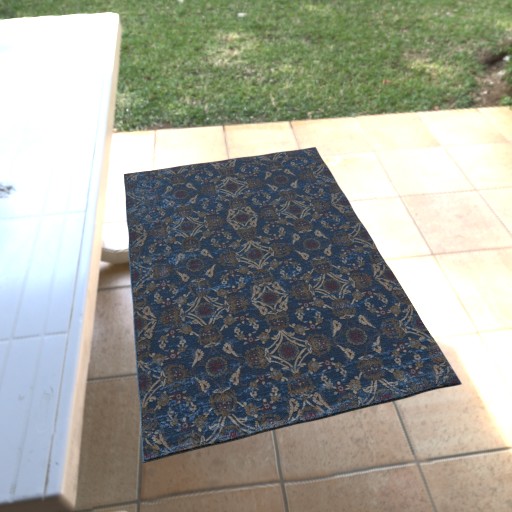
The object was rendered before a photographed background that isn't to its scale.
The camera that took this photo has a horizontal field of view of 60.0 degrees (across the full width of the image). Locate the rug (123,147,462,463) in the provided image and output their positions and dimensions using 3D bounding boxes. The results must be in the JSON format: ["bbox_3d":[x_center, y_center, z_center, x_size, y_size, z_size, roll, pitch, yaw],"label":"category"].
[{"bbox_3d":[0.000,0.000,2.815,1.567,0.014,2.207,-10,47,-10],"label":"rug"}]
